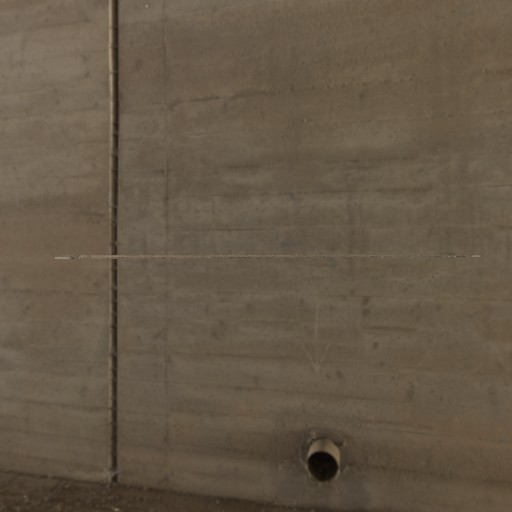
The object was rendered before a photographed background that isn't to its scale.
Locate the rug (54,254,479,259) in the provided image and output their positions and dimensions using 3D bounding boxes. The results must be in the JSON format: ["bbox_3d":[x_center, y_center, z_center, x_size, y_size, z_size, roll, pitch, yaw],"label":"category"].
[{"bbox_3d":[0.000,0.000,3.046,2.440,0.010,1.528,0,1,-21],"label":"rug"}]
